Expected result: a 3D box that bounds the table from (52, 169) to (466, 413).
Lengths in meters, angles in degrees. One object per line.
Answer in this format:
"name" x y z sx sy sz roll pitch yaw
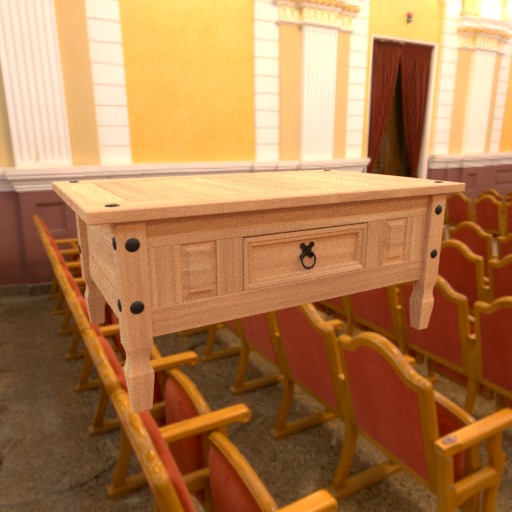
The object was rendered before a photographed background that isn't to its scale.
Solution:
"table" 0.000 0.000 1.303 1.000 0.437 0.600 -8 17 -28
